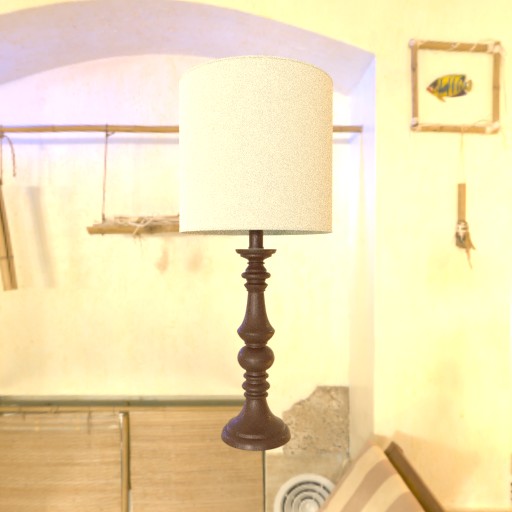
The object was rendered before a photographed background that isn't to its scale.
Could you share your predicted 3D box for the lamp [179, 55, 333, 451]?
[{"bbox_3d":[0.000,0.000,0.734,0.250,0.597,0.250,0,1,-2],"label":"lamp"}]
